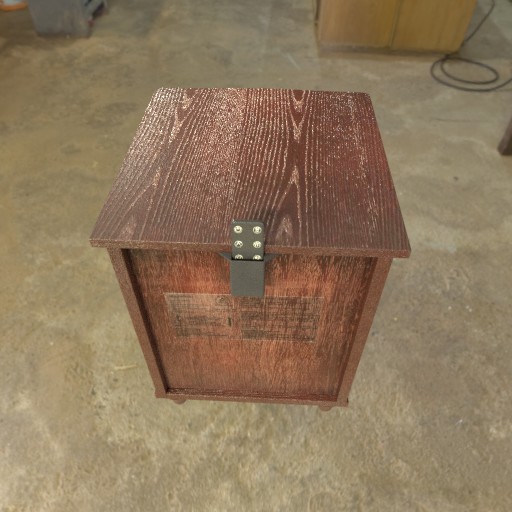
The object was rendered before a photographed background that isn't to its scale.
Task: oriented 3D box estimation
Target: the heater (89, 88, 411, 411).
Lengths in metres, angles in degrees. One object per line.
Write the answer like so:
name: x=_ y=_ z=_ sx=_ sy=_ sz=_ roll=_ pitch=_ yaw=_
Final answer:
heater: x=0.000 y=0.000 z=0.766 sx=0.362 sy=0.481 sz=0.400 roll=2 pitch=46 yaw=2
